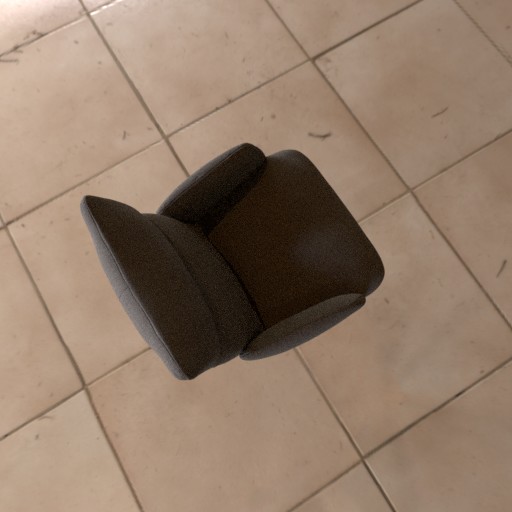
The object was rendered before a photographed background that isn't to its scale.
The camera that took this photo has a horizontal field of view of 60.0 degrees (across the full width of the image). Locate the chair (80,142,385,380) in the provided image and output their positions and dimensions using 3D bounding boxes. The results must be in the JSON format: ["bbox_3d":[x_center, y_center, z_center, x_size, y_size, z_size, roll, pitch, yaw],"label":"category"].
[{"bbox_3d":[0.000,0.000,1.574,0.831,0.984,0.702,-32,78,-8],"label":"chair"}]
